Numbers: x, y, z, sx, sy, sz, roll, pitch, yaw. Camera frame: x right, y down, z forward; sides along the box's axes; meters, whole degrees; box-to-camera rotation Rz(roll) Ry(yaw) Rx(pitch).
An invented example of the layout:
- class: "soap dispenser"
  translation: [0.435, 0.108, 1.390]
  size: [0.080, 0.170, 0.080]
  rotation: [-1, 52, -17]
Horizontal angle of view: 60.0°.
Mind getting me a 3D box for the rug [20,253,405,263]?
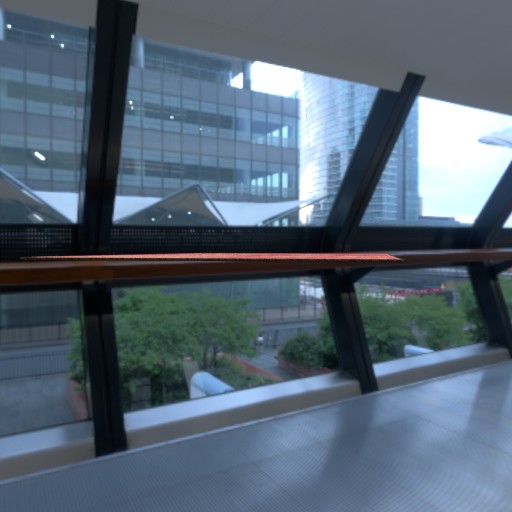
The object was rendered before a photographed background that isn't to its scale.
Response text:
- class: "rug"
  translation: [0.000, 0.000, 4.050]
  size: [2.411, 0.020, 3.032]
  rotation: [0, 1, 15]
